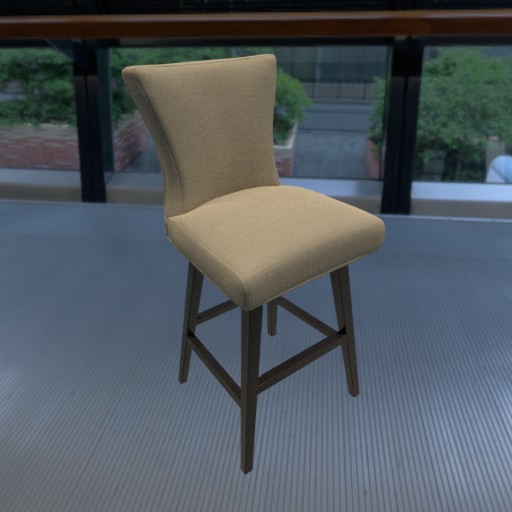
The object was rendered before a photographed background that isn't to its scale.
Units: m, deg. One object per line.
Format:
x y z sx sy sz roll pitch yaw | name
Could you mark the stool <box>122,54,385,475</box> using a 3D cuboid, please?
0.000 0.000 1.379 0.514 1.086 0.574 -21 37 -32 | stool
